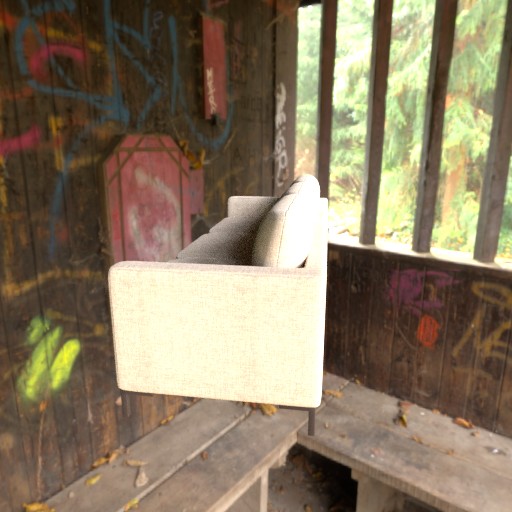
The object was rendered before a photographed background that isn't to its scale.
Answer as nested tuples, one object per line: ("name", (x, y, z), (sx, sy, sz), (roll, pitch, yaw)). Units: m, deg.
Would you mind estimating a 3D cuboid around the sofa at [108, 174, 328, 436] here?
("sofa", (0.000, 0.000, 2.744), (0.859, 0.874, 2.218), (2, 15, 9))
